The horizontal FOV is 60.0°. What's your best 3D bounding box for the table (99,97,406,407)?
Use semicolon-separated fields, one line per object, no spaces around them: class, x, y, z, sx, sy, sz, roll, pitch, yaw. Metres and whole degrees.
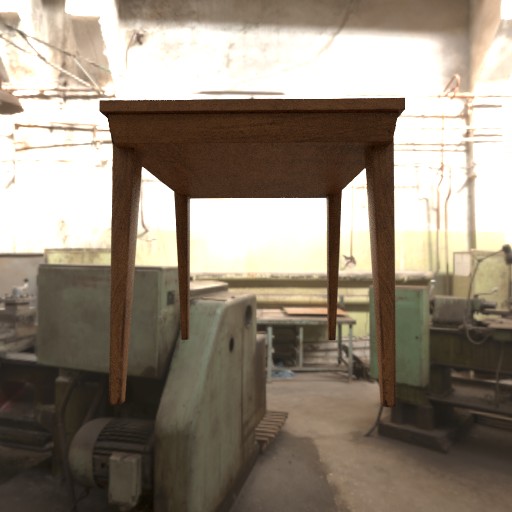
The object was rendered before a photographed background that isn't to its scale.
table;0.000;0.000;1.600;0.757;0.760;1.027;0;-1;1
